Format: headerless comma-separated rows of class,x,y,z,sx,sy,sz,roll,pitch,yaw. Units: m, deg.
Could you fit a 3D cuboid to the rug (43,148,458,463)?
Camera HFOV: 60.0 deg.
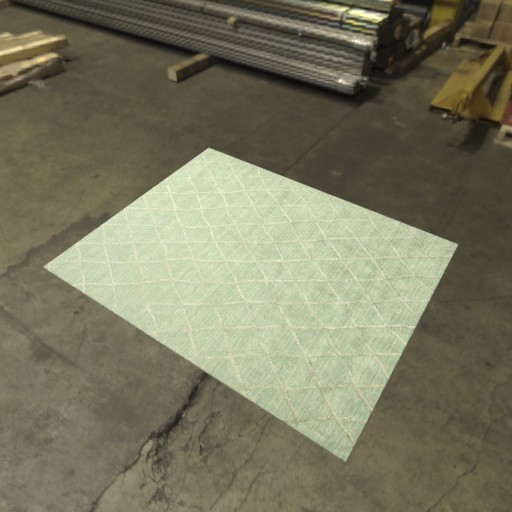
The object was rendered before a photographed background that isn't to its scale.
rug,0.000,0.000,4.135,3.039,0.019,2.420,26,51,23
